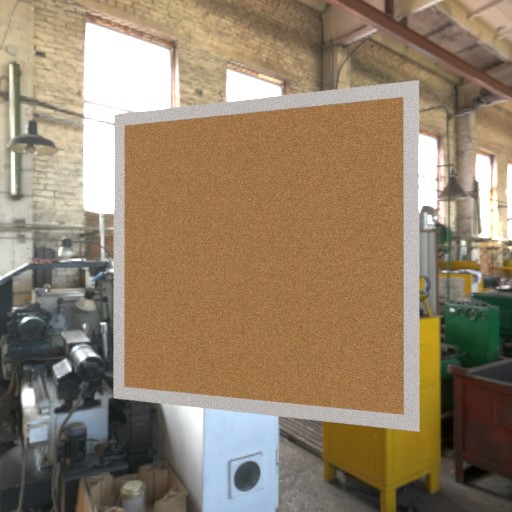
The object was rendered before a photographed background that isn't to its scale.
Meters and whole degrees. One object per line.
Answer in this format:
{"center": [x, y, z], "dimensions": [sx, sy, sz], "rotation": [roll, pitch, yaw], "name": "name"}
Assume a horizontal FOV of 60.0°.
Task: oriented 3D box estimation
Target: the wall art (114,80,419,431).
{"center": [0.000, 0.000, 0.443], "dimensions": [0.305, 0.302, 0.038], "rotation": [0, 0, 17], "name": "wall art"}
